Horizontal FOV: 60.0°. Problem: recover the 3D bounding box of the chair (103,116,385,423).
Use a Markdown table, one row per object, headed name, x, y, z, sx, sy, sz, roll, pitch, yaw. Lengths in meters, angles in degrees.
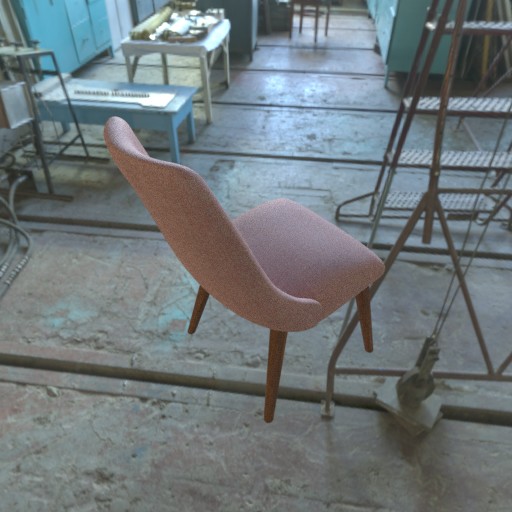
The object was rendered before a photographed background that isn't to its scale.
| name | x | y | z | sx | sy | sz | roll | pitch | yaw |
| --- | --- | --- | --- | --- | --- | --- | --- | --- | --- |
| chair | 0.000 | 0.000 | 1.320 | 0.707 | 0.918 | 0.535 | -26 | 46 | -28 |
